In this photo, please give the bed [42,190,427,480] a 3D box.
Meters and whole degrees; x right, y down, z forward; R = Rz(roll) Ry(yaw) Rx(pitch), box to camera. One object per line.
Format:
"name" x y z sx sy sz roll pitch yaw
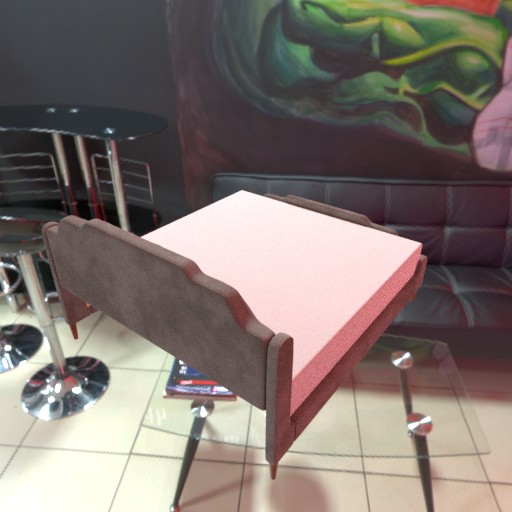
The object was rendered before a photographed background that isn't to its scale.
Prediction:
"bed" 0.000 0.000 3.582 2.074 1.245 2.340 21 36 32
